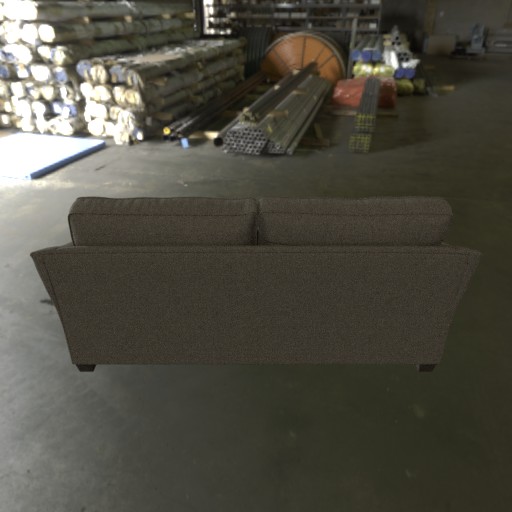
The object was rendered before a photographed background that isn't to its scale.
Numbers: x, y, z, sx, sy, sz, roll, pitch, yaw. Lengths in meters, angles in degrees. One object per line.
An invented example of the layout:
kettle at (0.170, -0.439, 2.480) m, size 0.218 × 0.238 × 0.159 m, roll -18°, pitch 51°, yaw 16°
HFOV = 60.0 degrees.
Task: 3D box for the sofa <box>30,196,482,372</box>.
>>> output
sofa at (0.000, 0.000, 2.711) m, size 2.203 × 0.976 × 1.013 m, roll 0°, pitch 29°, yaw 0°
